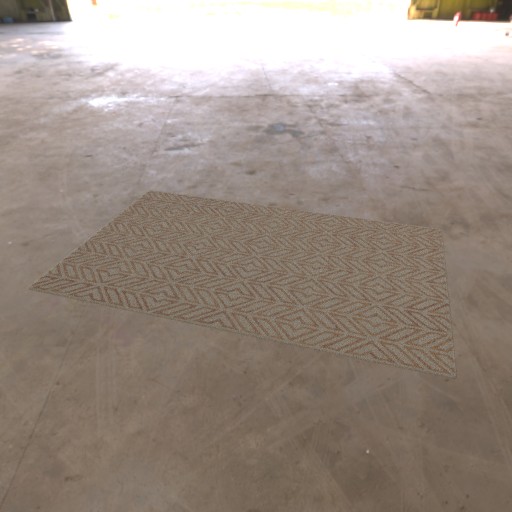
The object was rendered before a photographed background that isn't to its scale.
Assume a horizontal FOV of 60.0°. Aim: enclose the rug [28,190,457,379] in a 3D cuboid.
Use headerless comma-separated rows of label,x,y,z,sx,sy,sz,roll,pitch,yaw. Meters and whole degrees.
rug,0.000,0.000,2.994,2.438,0.008,1.523,9,33,14
